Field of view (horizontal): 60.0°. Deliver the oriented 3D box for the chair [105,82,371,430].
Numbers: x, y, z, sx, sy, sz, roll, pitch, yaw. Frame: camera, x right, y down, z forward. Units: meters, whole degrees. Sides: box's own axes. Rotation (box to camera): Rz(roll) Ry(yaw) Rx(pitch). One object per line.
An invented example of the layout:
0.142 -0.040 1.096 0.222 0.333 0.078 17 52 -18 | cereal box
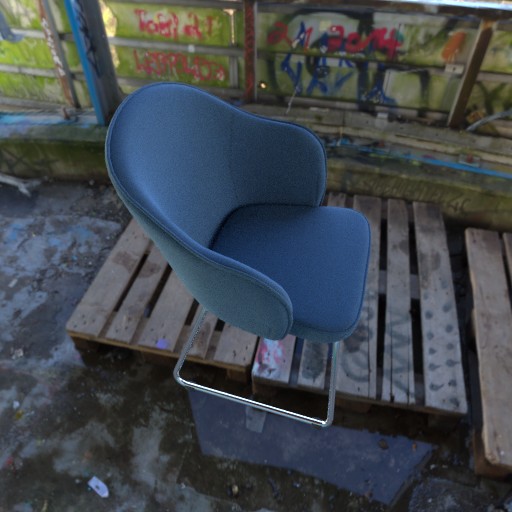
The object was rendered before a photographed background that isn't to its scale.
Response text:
0.000 0.000 1.183 0.585 0.815 0.570 10 47 10 | chair
